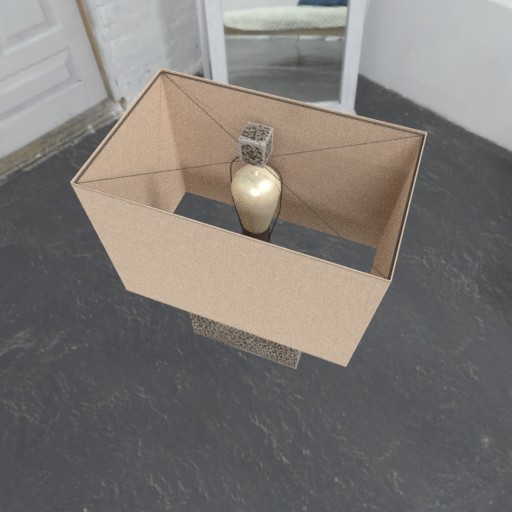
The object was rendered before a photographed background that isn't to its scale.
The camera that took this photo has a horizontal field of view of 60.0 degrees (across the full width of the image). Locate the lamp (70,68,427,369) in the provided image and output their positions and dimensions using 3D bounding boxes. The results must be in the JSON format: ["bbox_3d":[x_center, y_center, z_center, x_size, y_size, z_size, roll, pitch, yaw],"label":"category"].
[{"bbox_3d":[0.000,0.000,0.570,0.294,0.411,0.180,18,59,11],"label":"lamp"}]
